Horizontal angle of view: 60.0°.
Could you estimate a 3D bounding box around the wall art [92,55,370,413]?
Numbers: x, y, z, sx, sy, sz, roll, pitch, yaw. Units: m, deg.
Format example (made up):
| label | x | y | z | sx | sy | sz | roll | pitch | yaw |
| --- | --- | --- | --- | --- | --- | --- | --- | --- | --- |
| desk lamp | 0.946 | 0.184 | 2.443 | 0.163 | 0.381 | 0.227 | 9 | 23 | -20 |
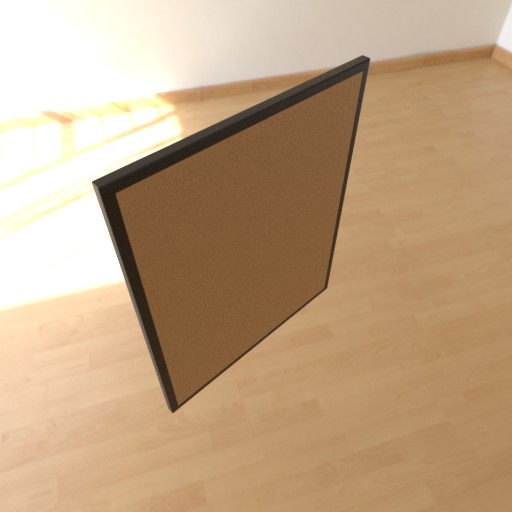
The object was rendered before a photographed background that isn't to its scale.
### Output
| label | x | y | z | sx | sy | sz | roll | pitch | yaw |
| --- | --- | --- | --- | --- | --- | --- | --- | --- | --- |
| wall art | 0.000 | 0.000 | 0.808 | 0.481 | 0.582 | 0.018 | -34 | 56 | -28 |
